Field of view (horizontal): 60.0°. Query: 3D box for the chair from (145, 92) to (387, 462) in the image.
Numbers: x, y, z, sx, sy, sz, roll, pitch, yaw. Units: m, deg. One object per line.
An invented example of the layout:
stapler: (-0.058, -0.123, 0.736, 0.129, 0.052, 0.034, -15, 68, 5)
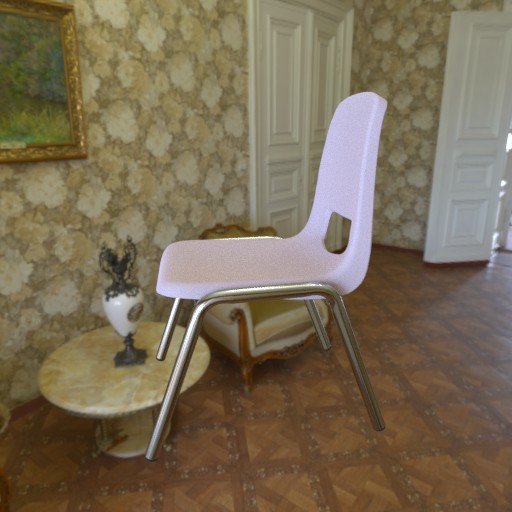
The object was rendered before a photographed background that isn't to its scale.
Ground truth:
chair: (0.000, 0.000, 0.838, 0.423, 0.586, 0.354, -3, 16, -9)
